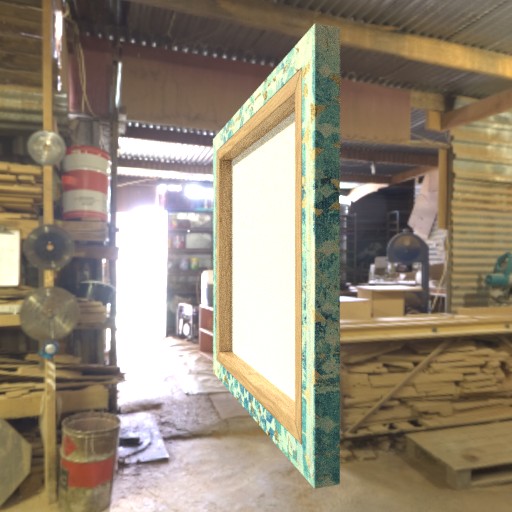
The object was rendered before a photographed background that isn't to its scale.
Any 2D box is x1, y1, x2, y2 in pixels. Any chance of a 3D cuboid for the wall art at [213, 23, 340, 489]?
[{"bbox_3d":[0.000,0.000,0.874,0.040,0.609,0.609,0,0,-18],"label":"wall art"}]
